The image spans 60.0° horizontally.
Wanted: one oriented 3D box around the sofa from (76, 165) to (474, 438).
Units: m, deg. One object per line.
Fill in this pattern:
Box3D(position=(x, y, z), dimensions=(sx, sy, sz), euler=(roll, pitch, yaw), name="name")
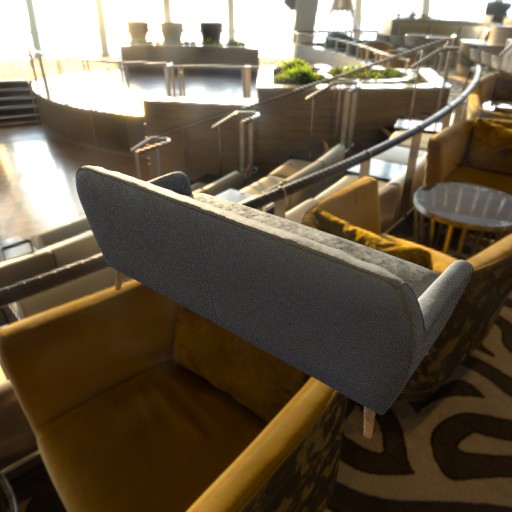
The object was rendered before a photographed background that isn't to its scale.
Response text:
Box3D(position=(0.000, 0.000, 2.361), dimensions=(1.975, 0.832, 0.841), euler=(22, 37, 33), name="sofa")
